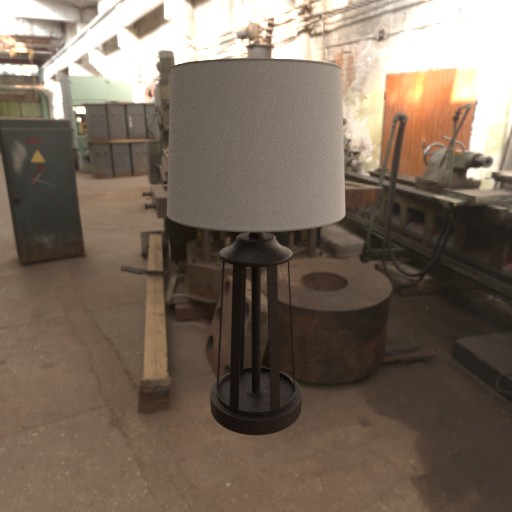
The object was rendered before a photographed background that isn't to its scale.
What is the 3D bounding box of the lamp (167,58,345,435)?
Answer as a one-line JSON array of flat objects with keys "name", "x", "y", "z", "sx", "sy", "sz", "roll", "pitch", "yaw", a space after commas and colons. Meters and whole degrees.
[{"name": "lamp", "x": 0.000, "y": 0.000, "z": 0.653, "sx": 0.251, "sy": 0.509, "sz": 0.251, "roll": 0, "pitch": 17, "yaw": 0}]
